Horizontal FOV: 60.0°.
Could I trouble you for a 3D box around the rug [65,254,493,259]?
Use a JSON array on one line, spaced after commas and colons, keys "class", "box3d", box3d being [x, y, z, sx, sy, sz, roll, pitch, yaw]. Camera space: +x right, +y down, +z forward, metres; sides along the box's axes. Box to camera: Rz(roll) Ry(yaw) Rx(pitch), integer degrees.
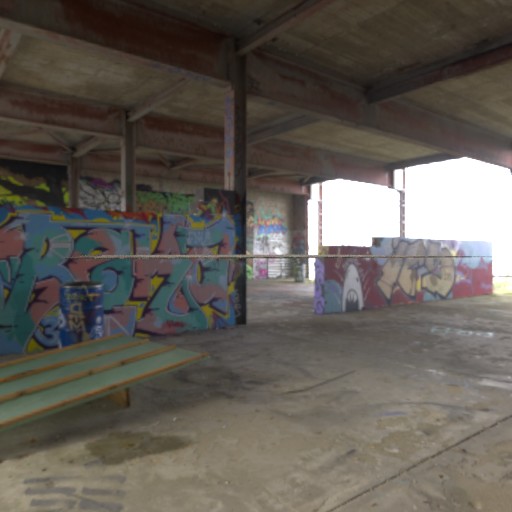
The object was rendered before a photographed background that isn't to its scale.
[{"class": "rug", "box3d": [0.000, 0.000, 4.075, 3.048, 0.010, 2.438, 0, 1, -18]}]
